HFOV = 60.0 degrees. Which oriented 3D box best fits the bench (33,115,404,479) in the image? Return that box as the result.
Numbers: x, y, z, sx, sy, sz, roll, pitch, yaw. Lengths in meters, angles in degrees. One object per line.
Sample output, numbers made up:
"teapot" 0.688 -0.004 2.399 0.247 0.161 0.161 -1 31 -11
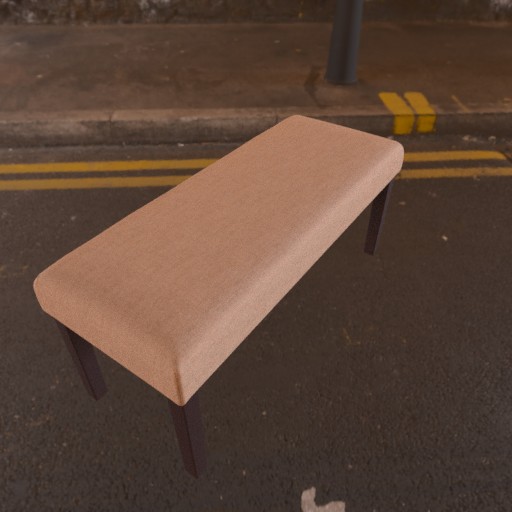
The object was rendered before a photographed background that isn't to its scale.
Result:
"bench" 0.000 0.000 1.234 0.407 0.456 1.013 24 46 26
